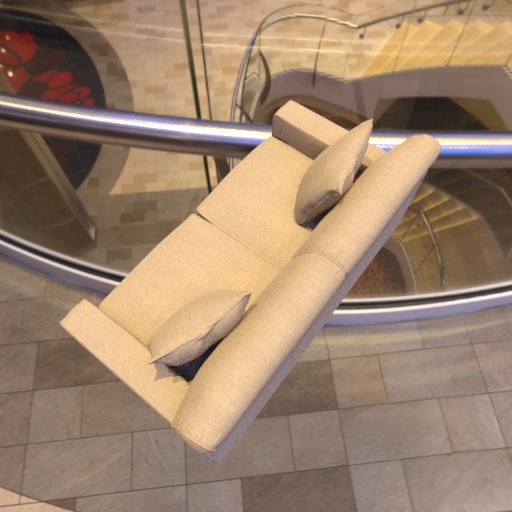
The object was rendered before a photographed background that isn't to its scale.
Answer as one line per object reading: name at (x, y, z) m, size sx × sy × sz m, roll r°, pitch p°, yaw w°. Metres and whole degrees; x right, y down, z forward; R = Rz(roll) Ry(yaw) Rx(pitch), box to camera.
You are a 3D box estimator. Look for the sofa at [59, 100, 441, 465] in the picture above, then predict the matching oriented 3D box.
sofa at (0.000, 0.000, 2.406) m, size 0.998 × 0.958 × 1.846 m, roll 35°, pitch 67°, yaw 17°
